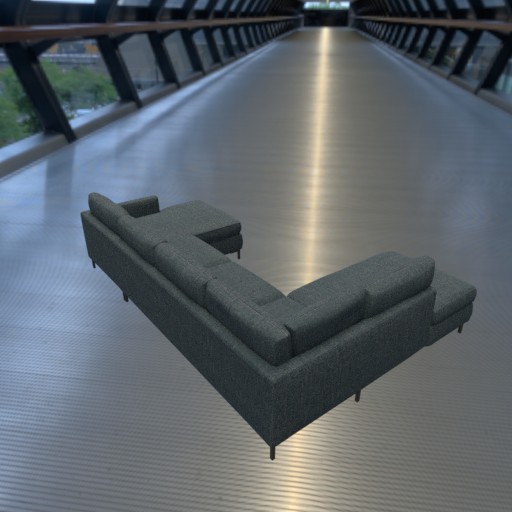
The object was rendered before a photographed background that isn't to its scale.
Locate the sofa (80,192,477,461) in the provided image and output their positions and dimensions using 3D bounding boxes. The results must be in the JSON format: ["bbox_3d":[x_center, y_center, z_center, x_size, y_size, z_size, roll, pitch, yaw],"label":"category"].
[{"bbox_3d":[0.000,0.000,3.567,1.879,0.753,2.737,-19,33,-33],"label":"sofa"}]
